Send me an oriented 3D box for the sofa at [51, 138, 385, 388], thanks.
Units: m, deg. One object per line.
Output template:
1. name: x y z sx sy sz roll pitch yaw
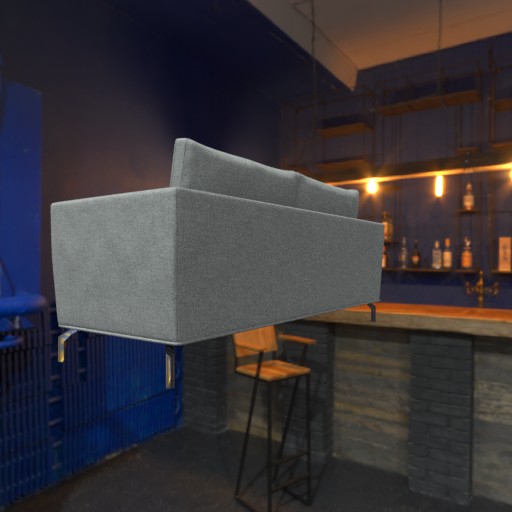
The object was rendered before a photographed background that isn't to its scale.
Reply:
1. sofa: 0.000 0.000 2.741 0.869 1.002 2.212 0 0 35
